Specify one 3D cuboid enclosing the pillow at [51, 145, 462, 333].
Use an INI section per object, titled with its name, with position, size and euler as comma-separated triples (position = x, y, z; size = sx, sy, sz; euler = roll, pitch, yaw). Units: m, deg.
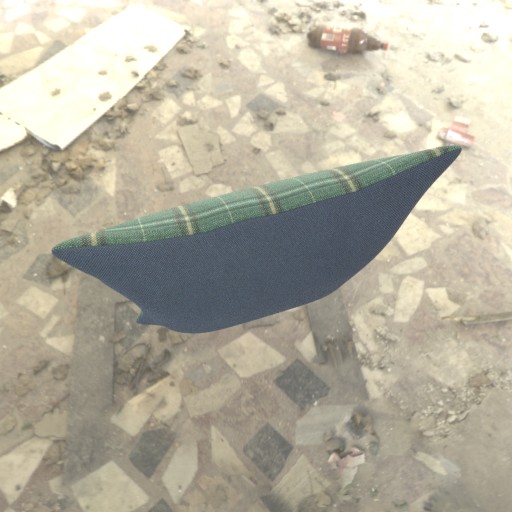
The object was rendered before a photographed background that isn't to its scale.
[pillow]
position = 0.000, 0.000, 0.674
size = 0.453, 0.430, 0.200
euler = -15, 60, -9
